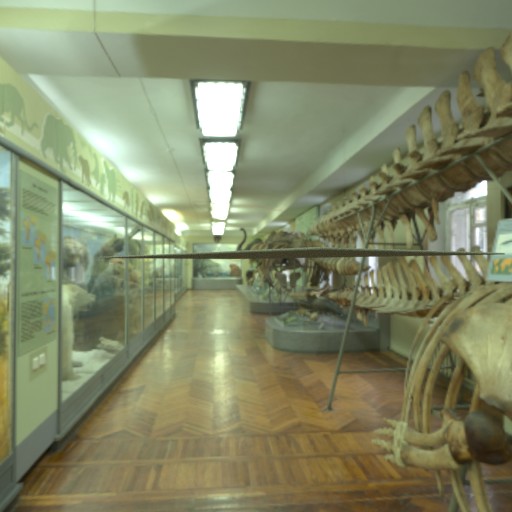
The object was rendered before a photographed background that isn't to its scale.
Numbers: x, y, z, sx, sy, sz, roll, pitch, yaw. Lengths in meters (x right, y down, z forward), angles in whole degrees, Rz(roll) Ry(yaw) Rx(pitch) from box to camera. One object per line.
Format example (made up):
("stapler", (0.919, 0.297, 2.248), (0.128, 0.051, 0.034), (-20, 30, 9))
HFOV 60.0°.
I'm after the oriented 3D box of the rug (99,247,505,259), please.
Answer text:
("rug", (0.000, 0.000, 3.484), (1.546, 0.011, 3.048), (1, -1, -36))
